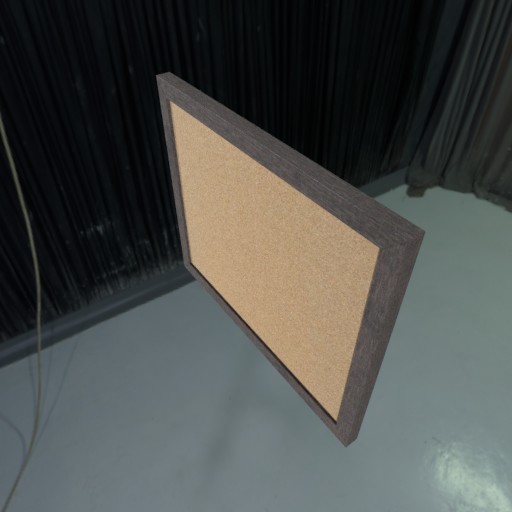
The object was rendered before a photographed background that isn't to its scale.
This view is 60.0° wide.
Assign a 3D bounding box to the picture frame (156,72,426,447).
[{"bbox_3d":[0.000,0.000,0.759,0.026,0.455,0.546,-26,48,-26],"label":"picture frame"}]
